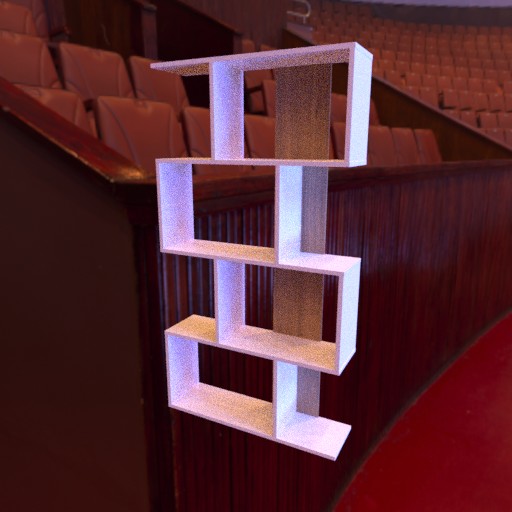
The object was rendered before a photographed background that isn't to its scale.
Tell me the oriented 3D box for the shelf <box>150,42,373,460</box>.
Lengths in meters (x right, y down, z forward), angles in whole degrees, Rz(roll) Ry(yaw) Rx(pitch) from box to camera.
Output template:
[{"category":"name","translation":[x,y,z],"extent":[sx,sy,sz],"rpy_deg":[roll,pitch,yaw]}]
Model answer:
[{"category":"shelf","translation":[0.000,0.000,2.006],"extent":[0.890,1.650,0.250],"rpy_deg":[7,16,27]}]
